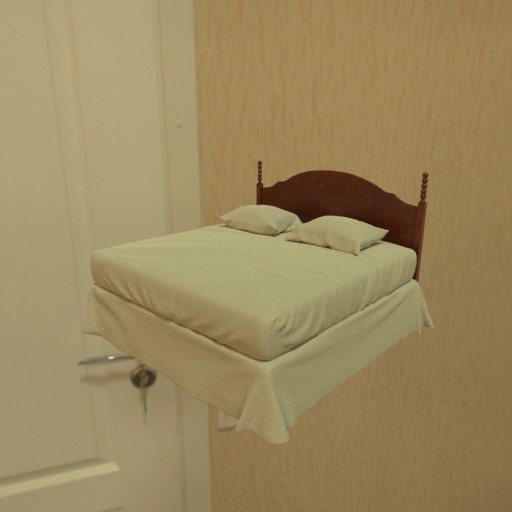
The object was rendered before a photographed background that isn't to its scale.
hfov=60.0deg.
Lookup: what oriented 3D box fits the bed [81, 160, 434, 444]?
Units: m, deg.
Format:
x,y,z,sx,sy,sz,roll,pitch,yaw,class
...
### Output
x,y,z,sx,sy,sz,roll,pitch,yaw,class
0.000,0.000,3.714,2.322,1.355,2.219,15,22,41,bed
